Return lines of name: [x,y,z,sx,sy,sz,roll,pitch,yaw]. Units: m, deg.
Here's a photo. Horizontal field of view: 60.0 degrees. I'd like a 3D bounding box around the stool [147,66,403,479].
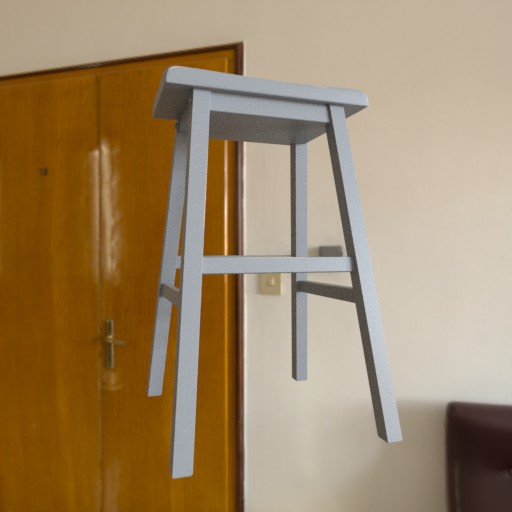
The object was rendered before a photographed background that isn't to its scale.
stool: [0.000,0.000,1.033,0.457,0.737,0.476,0,1,-19]
